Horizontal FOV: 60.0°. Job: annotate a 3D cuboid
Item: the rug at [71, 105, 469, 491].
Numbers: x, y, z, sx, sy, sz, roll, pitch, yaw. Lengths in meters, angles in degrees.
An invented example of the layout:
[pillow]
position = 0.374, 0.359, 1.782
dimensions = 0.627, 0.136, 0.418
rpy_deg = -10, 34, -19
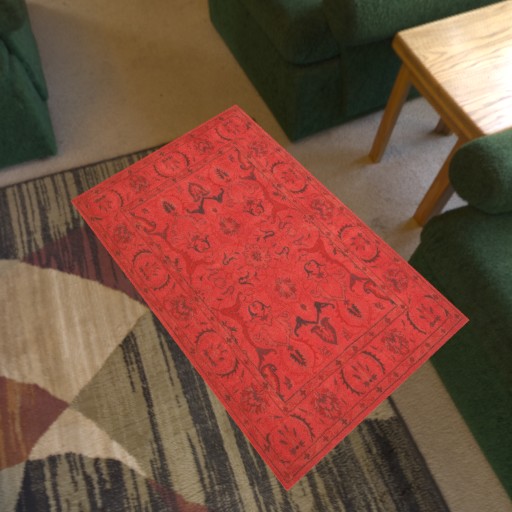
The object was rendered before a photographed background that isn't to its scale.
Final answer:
[rug]
position = 0.000, 0.000, 3.035
dimensions = 1.534, 0.010, 2.423
rpy_deg = -36, 68, -17
